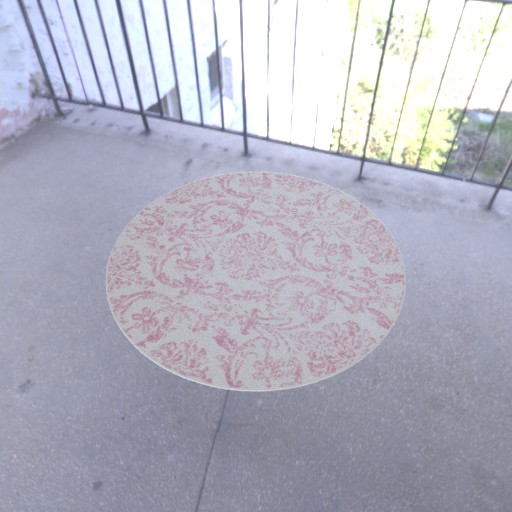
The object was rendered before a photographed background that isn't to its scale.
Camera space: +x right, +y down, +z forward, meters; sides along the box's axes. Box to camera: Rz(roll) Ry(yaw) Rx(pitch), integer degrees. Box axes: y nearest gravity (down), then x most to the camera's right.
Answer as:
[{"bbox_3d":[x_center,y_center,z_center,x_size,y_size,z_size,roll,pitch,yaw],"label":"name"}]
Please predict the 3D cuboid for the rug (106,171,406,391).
[{"bbox_3d":[0.000,0.000,2.414,1.593,0.012,1.593,0,45,0],"label":"rug"}]
